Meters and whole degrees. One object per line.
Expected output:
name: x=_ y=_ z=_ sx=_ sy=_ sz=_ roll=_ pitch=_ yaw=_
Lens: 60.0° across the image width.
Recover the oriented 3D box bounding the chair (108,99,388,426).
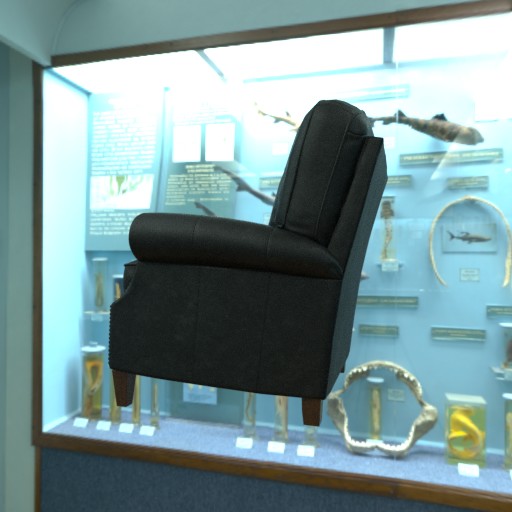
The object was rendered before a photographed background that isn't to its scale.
chair: x=0.000 y=0.000 z=1.742 sx=0.986 sy=1.018 sz=0.936 roll=0 pitch=0 yaw=18
